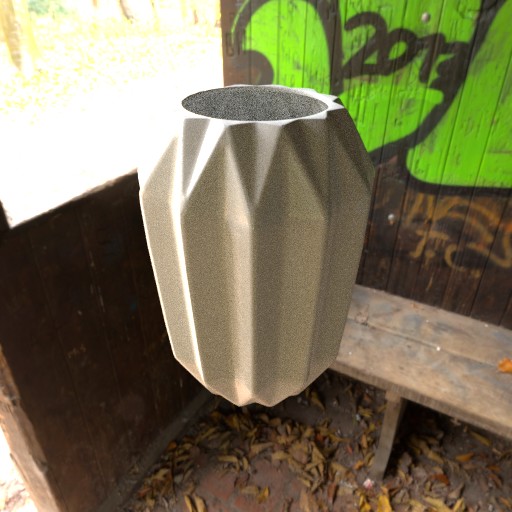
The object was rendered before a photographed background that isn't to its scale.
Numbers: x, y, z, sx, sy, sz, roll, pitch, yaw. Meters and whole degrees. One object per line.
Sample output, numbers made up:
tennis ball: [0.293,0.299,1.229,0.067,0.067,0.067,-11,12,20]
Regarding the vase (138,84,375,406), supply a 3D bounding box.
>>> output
vase: [0.000,0.000,0.406,0.195,0.275,0.195,0,32,0]
